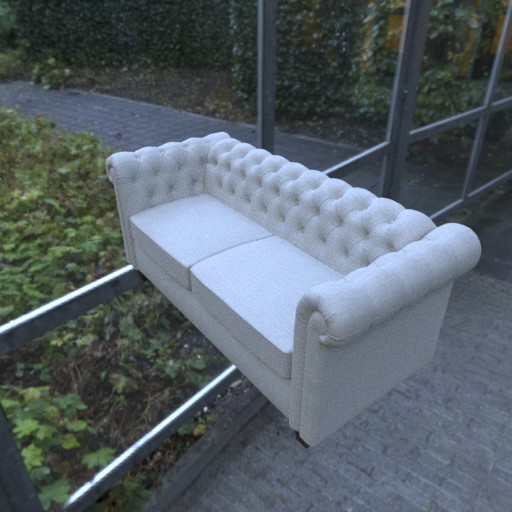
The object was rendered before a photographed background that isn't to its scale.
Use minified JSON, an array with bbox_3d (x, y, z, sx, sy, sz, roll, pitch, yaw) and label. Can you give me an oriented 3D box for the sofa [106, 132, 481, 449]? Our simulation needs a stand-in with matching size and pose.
[{"bbox_3d":[0.000,0.000,2.231,0.783,0.797,1.798,-22,37,-31],"label":"sofa"}]
